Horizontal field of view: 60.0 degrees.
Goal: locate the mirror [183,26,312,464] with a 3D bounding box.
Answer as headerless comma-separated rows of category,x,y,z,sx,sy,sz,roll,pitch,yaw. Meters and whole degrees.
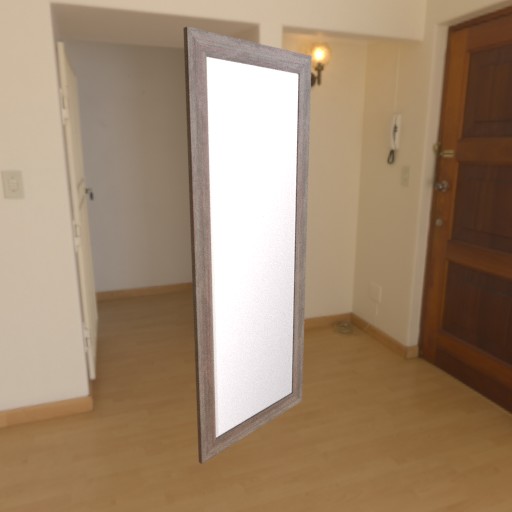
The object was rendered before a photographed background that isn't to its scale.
mirror,0.000,0.000,2.303,0.025,2.032,0.812,13,19,43
